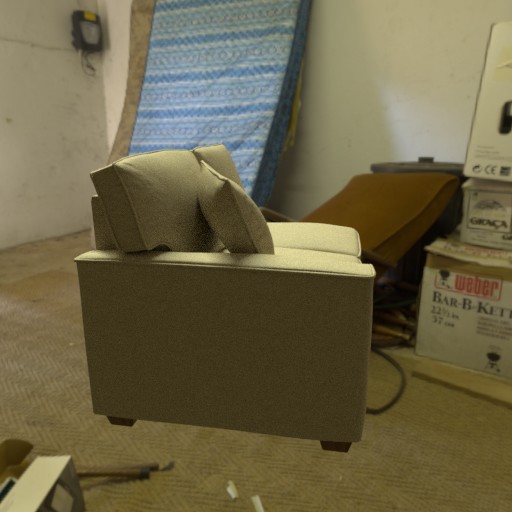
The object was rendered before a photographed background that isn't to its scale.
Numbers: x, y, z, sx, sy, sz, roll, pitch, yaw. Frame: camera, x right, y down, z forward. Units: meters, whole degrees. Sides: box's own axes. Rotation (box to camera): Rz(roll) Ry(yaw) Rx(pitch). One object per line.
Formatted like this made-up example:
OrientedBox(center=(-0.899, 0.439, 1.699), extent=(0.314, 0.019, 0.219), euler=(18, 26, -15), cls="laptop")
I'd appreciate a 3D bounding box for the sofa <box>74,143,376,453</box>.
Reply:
OrientedBox(center=(0.000, 0.000, 2.062), extent=(0.991, 0.989, 1.388), euler=(3, 16, 10), cls="sofa")
